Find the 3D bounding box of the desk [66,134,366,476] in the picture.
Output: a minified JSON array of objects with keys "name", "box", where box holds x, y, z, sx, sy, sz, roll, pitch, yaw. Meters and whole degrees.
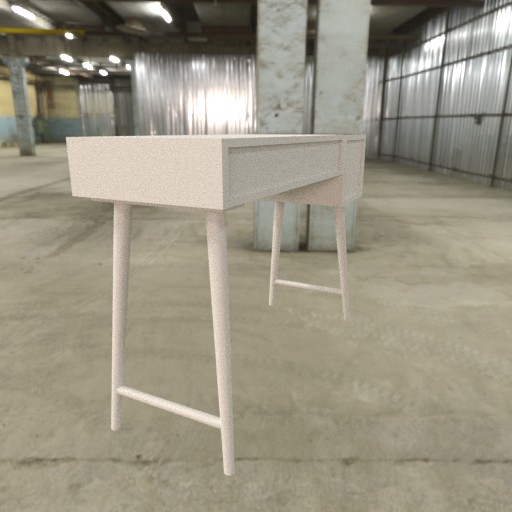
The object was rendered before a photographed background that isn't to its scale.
[{"name":"desk","box":[0.000,0.000,1.446,0.409,0.761,1.069,8,18,26]}]
